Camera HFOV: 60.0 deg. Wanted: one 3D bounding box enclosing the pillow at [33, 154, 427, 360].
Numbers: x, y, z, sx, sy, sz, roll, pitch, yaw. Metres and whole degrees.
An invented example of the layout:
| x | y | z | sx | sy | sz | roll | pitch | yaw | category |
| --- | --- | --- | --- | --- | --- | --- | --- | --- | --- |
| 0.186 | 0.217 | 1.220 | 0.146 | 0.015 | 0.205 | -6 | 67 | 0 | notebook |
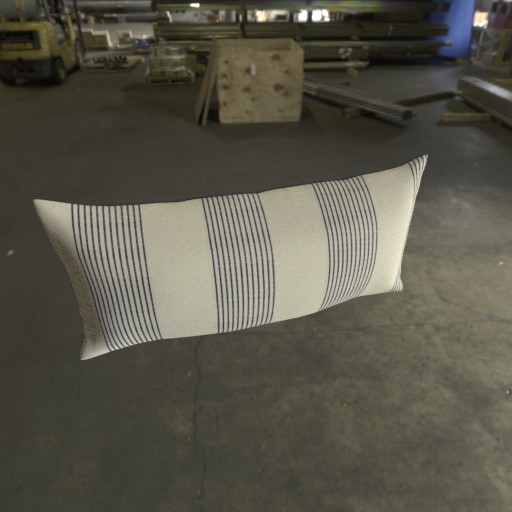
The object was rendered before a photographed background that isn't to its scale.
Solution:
| x | y | z | sx | sy | sz | roll | pitch | yaw | category |
| --- | --- | --- | --- | --- | --- | --- | --- | --- | --- |
| 0.000 | 0.000 | 0.730 | 0.610 | 0.287 | 0.151 | -10 | 34 | -15 | pillow |
